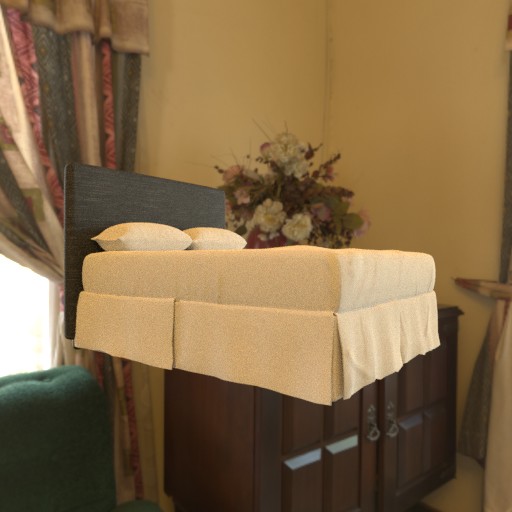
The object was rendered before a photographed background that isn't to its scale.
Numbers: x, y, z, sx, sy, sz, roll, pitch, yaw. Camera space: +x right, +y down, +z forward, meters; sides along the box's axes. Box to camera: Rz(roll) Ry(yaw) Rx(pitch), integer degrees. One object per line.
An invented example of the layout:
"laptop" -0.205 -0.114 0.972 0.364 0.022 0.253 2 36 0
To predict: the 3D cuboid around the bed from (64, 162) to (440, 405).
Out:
"bed" 0.000 0.000 3.165 2.142 1.330 1.723 0 0 37
